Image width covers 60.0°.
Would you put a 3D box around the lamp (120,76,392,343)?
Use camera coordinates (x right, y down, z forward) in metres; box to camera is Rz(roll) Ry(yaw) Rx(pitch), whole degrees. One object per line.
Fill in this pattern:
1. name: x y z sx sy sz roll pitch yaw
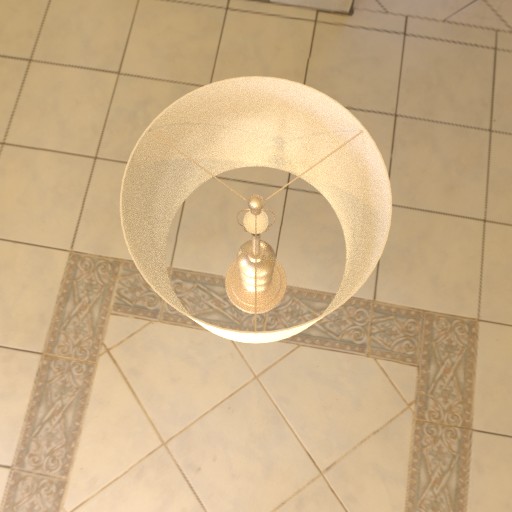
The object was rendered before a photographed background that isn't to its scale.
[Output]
1. lamp: 0.000 0.000 0.709 0.277 0.538 0.277 0 77 0
